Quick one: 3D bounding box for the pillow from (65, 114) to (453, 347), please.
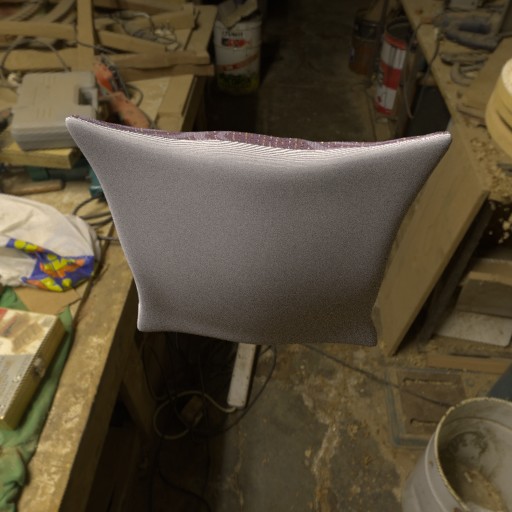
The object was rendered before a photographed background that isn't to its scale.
[{"bbox_3d":[0.000,0.000,0.771,0.514,0.513,0.163,3,47,3],"label":"pillow"}]
